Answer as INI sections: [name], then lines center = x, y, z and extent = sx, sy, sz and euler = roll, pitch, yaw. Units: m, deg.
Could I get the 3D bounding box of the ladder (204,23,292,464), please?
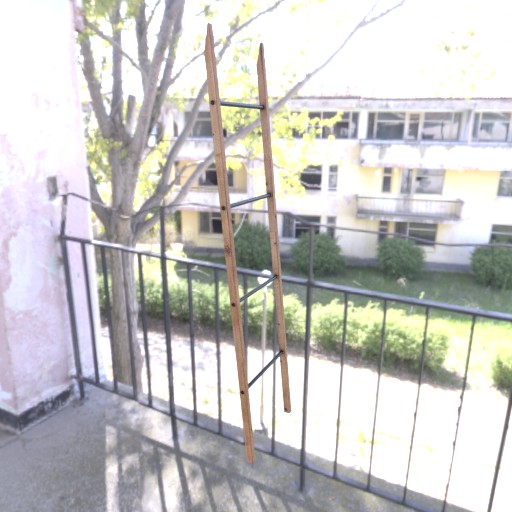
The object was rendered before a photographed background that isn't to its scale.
[ladder]
center = 0.000, 0.000, 1.967
extent = 0.200, 1.805, 0.442
euler = 8, 18, 26
